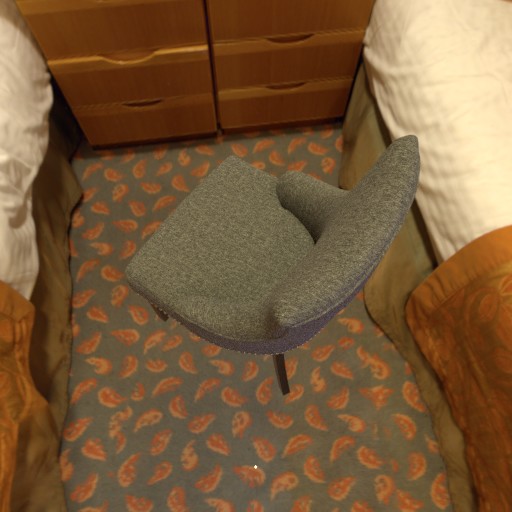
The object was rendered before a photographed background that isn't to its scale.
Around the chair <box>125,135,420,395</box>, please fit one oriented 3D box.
[{"bbox_3d":[0.000,0.000,1.311,0.629,0.909,0.566,33,69,14],"label":"chair"}]
